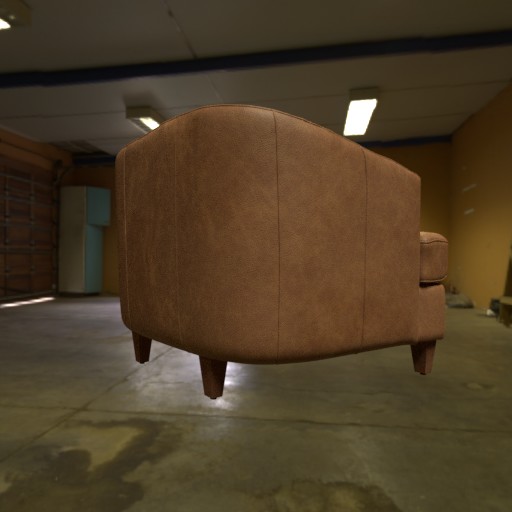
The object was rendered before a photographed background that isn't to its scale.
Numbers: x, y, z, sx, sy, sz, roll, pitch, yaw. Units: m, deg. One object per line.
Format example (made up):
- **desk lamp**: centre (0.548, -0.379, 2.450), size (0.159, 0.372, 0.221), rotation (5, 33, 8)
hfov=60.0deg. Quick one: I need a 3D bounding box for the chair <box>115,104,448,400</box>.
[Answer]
- **chair**: centre (0.000, 0.000, 1.722), size (0.911, 0.836, 1.119), rotation (0, 0, -37)
